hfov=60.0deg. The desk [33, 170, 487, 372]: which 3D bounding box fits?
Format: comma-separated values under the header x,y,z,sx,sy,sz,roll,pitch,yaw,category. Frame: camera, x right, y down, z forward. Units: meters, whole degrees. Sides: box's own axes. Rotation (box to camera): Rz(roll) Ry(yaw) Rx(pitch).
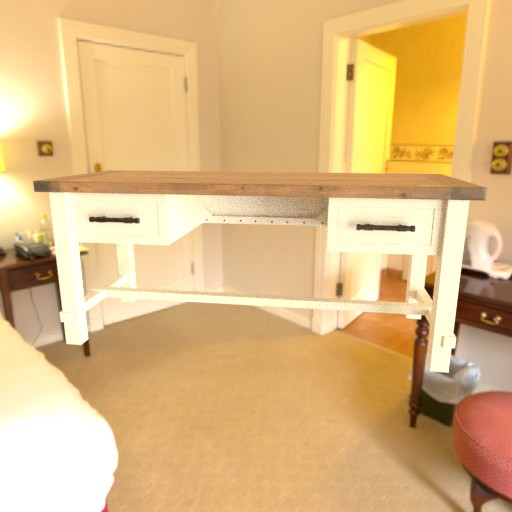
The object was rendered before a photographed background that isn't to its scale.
x,y,z,sx,sy,sz,roll,pitch,yaw,category
0.000,0.000,2.167,1.803,0.762,0.688,2,15,9,desk
